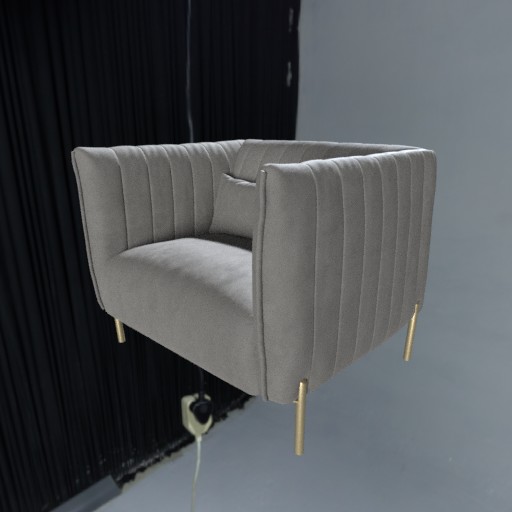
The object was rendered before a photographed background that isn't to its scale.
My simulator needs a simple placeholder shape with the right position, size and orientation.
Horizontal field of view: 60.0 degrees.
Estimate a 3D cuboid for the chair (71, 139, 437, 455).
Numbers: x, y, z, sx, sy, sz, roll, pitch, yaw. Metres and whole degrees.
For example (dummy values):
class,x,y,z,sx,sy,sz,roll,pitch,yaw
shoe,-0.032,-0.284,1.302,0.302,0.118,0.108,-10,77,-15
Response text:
class,x,y,z,sx,sy,sz,roll,pitch,yaw
chair,0.000,0.000,1.596,0.981,0.779,0.873,16,23,41
